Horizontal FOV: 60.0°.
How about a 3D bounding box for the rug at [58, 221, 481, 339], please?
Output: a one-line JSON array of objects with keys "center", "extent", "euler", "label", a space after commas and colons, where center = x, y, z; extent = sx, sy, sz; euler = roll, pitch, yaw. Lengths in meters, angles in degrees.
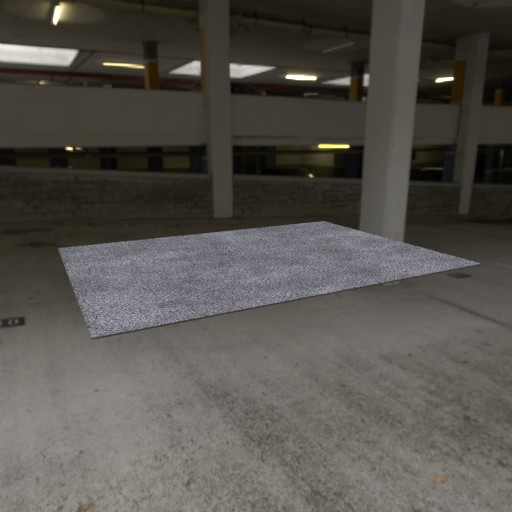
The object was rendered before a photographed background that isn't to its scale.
[{"center": [0.000, 0.000, 2.862], "extent": [2.235, 0.008, 1.600], "euler": [-8, 17, -27], "label": "rug"}]
